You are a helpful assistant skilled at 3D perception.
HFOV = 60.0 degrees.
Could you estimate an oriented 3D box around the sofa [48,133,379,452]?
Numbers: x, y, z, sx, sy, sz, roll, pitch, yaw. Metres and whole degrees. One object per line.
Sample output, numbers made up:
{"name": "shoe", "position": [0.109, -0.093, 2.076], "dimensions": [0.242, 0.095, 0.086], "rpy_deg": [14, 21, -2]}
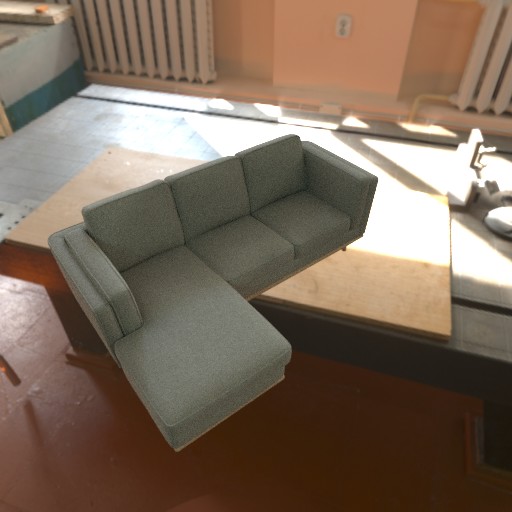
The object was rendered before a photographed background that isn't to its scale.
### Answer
{"name": "sofa", "position": [0.000, 0.000, 3.249], "dimensions": [2.411, 0.929, 1.604], "rpy_deg": [-27, 47, -27]}
